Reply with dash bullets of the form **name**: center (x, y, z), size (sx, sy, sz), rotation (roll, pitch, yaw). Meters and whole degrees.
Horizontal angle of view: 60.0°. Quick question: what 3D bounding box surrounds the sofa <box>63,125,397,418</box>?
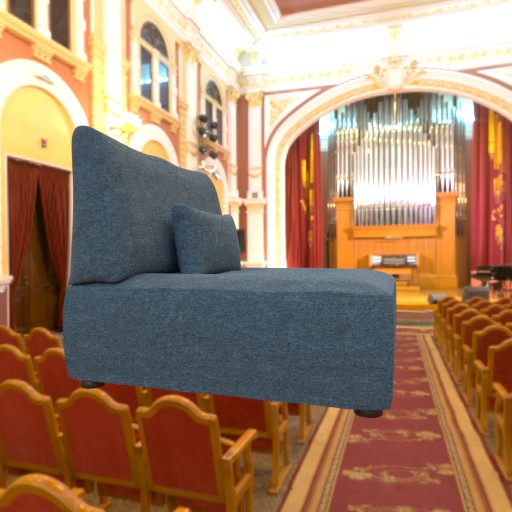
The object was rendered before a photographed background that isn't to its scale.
- **sofa**: center (0.000, 0.000, 1.663), size (1.000, 0.820, 0.930), rotation (0, 0, 18)
